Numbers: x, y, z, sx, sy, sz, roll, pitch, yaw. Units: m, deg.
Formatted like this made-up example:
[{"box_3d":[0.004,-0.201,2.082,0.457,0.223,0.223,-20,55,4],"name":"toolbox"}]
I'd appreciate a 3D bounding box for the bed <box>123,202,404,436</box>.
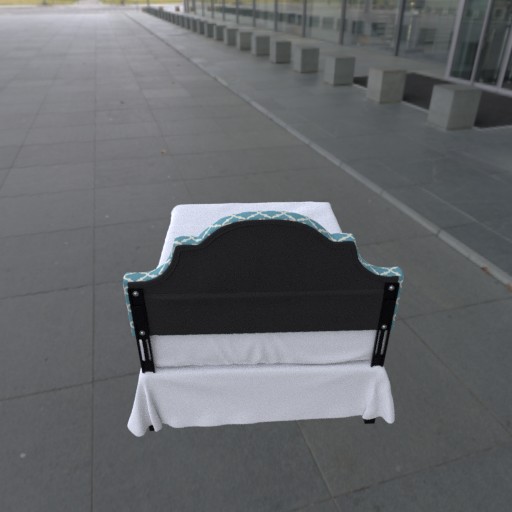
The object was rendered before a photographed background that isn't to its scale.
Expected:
[{"box_3d":[0.000,0.000,3.519,1.780,1.633,2.222,-1,31,-2],"name":"bed"}]
